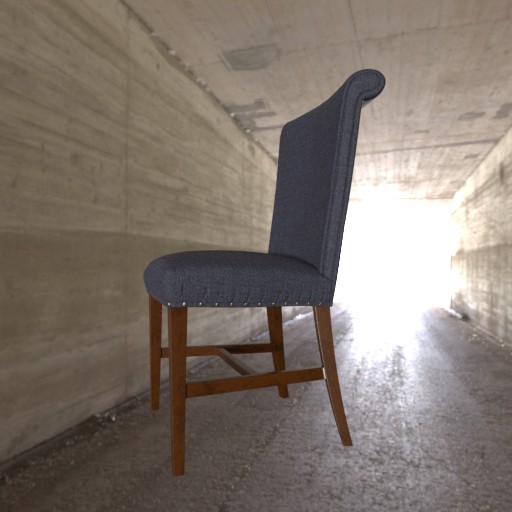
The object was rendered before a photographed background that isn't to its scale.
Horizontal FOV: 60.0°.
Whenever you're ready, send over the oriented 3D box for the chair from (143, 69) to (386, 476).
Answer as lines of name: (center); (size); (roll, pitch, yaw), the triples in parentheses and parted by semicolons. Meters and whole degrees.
chair: (0.000, 0.000, 1.313); (0.608, 0.988, 0.513); (0, -1, -19)
